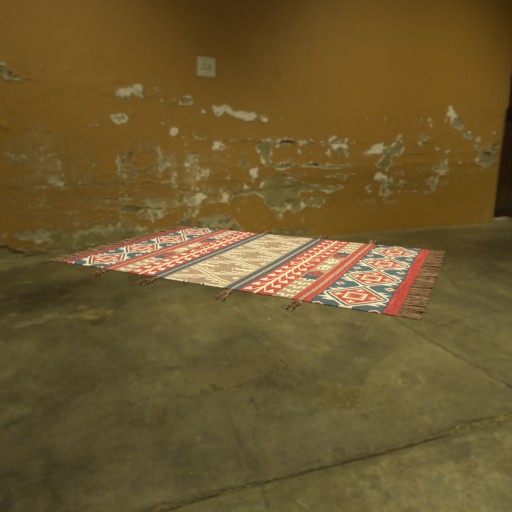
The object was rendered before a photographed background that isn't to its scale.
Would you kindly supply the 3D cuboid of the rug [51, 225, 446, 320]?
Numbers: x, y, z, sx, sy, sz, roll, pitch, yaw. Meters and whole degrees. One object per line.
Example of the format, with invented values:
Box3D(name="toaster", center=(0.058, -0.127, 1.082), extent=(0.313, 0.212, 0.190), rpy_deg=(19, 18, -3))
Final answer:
Box3D(name="rug", center=(0.000, 0.000, 3.182), extent=(2.450, 0.048, 1.778), rpy_deg=(7, 16, 26))
